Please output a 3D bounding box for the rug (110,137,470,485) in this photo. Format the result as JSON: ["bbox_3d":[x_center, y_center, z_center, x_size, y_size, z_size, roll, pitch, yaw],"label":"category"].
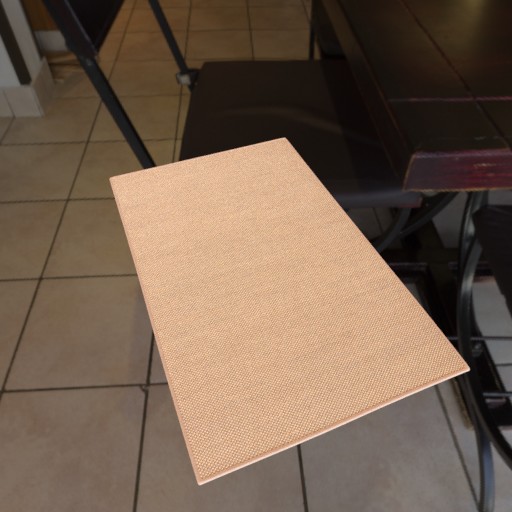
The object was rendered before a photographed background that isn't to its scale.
[{"bbox_3d":[0.000,0.000,2.046,1.067,0.013,1.676,-17,50,-15],"label":"rug"}]
